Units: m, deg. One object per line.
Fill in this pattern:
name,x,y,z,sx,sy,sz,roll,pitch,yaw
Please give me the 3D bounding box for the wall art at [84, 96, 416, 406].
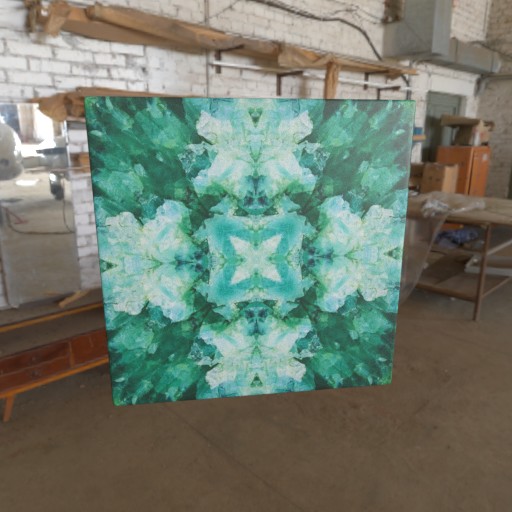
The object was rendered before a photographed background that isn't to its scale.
wall art,0.000,0.000,0.469,0.313,0.313,0.033,-2,15,-8
